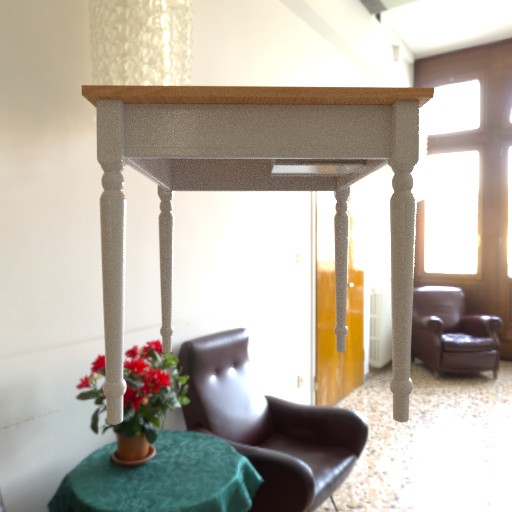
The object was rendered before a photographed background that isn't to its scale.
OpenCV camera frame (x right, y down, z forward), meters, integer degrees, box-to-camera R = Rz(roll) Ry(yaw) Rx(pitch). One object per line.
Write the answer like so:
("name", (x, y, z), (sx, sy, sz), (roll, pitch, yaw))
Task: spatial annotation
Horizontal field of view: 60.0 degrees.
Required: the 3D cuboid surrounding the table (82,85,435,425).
("table", (0.000, 0.000, 1.319), (0.747, 0.738, 0.747), (0, 2, -1))
